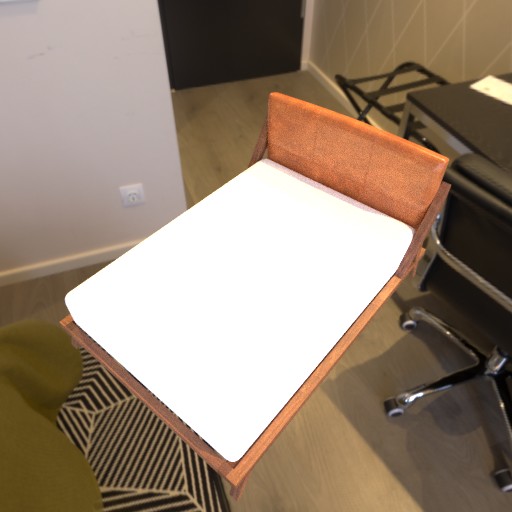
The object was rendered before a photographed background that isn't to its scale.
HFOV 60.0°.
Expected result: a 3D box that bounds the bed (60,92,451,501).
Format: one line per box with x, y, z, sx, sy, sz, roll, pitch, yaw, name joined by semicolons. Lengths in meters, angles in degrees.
0.000;0.000;3.129;1.651;1.168;2.311;31;54;26;bed
